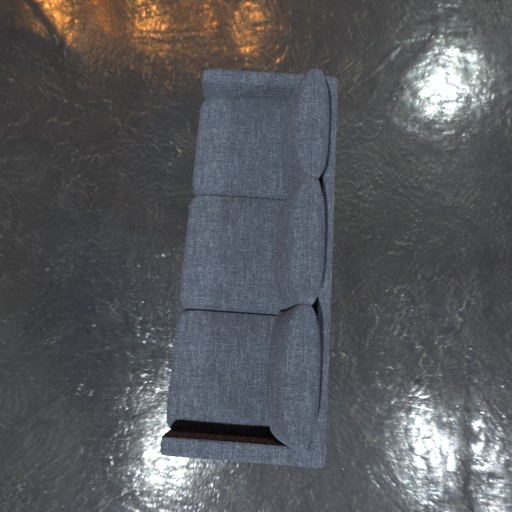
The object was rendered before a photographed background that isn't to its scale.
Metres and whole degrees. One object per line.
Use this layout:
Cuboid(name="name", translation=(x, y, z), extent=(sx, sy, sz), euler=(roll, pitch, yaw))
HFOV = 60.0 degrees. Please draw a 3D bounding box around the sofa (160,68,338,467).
Cuboid(name="sofa", translation=(0.000, 0.000, 2.669), extent=(0.859, 0.874, 2.218), euler=(4, 77, 1))
